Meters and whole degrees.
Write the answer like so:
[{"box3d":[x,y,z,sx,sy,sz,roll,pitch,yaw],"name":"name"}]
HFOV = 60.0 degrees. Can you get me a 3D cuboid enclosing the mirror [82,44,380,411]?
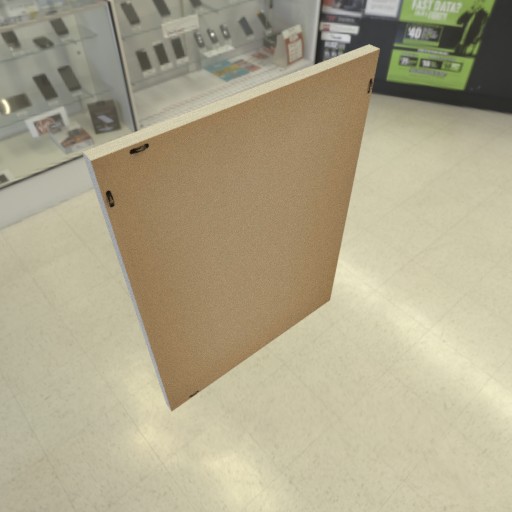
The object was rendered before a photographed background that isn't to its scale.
[{"box3d":[0.000,0.000,1.312,0.762,1.016,0.040,-30,54,-25],"name":"mirror"}]
